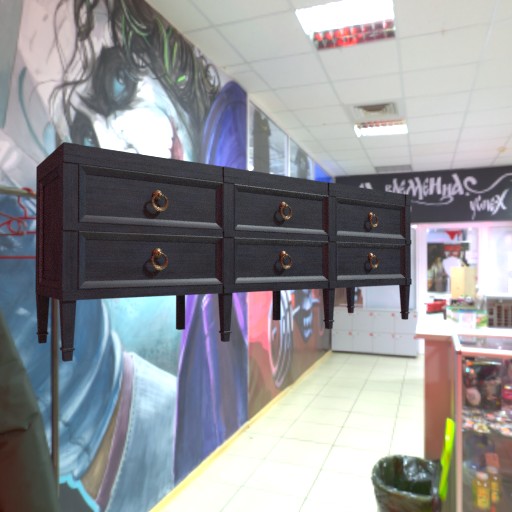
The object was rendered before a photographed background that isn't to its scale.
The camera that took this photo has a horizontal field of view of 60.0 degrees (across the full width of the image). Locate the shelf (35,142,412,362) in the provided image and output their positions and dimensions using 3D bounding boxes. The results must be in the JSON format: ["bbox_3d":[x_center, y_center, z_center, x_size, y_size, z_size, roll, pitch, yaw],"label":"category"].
[{"bbox_3d":[0.000,0.000,2.169,1.878,0.715,0.471,1,-1,-36],"label":"shelf"}]
